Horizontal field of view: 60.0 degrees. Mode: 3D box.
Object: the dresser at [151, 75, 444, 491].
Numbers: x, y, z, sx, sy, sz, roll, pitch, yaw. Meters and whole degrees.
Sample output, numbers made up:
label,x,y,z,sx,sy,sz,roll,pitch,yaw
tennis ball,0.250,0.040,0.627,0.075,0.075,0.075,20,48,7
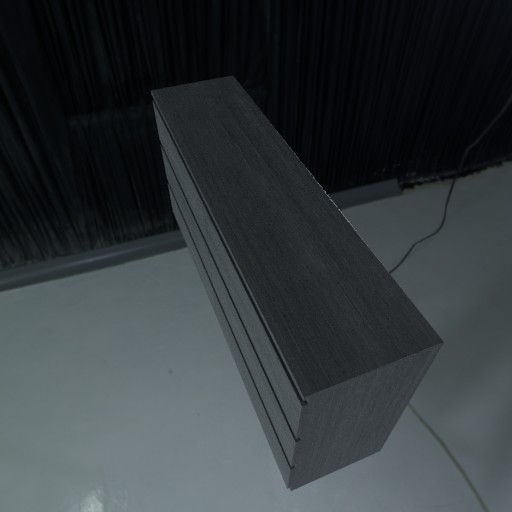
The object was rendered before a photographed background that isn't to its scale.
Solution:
label,x,y,z,sx,sy,sz,roll,pitch,yaw
dresser,0.000,0.000,1.875,0.400,0.795,1.590,-17,50,-15
